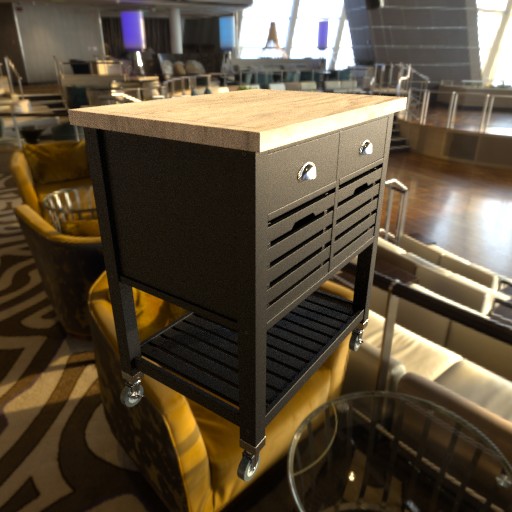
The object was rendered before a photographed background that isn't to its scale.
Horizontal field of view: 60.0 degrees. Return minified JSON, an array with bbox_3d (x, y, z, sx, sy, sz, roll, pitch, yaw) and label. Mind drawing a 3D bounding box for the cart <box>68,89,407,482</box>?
[{"bbox_3d":[0.000,0.000,1.403,0.567,0.920,0.797,17,30,32],"label":"cart"}]
